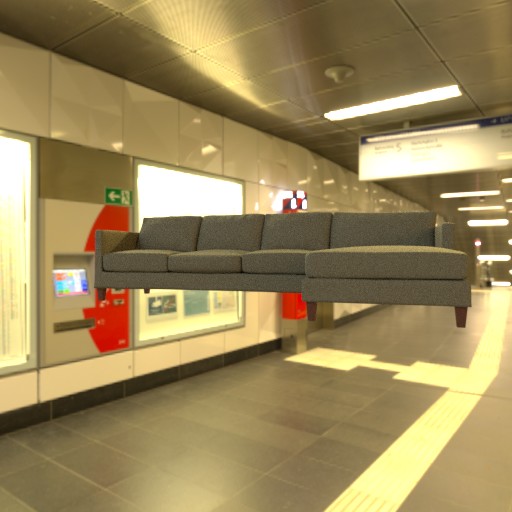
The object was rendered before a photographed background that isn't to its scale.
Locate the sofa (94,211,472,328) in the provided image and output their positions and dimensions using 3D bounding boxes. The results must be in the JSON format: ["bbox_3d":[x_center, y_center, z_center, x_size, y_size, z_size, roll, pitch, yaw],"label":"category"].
[{"bbox_3d":[0.000,0.000,3.868,3.186,0.861,1.625,0,0,17],"label":"sofa"}]
